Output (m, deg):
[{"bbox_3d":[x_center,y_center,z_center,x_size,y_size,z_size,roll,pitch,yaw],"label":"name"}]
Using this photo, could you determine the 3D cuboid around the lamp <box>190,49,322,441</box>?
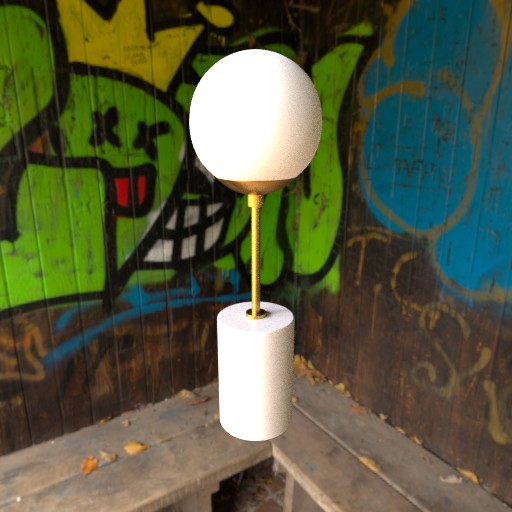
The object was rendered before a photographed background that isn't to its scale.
[{"bbox_3d":[0.000,0.000,0.564,0.153,0.480,0.153,0,16,0],"label":"lamp"}]
